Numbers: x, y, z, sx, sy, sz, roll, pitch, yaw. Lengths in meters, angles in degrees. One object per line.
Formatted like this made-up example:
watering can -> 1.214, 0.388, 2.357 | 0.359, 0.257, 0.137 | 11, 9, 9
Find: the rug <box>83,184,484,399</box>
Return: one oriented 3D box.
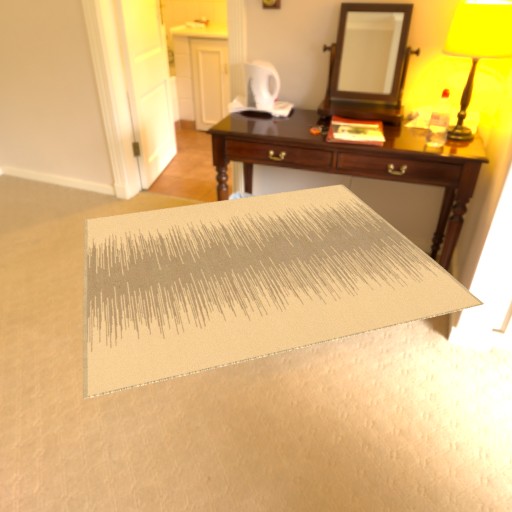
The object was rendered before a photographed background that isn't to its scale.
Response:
rug -> 0.000, 0.000, 4.098 | 3.037, 0.010, 2.453 | -10, 34, -15
